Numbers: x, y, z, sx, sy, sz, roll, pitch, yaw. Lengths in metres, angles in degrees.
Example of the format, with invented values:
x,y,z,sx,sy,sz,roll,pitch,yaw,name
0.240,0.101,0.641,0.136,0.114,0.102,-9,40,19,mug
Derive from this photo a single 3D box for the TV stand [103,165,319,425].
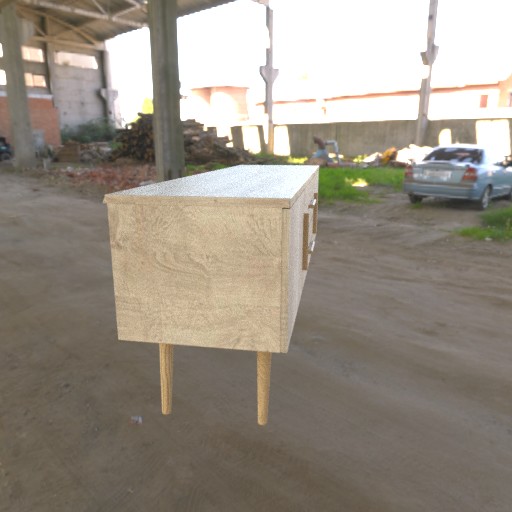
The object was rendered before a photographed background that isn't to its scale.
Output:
x,y,z,sx,sy,sz,roll,pitch,yaw,name
0.000,0.000,1.556,0.401,0.565,1.313,2,14,10,TV stand
